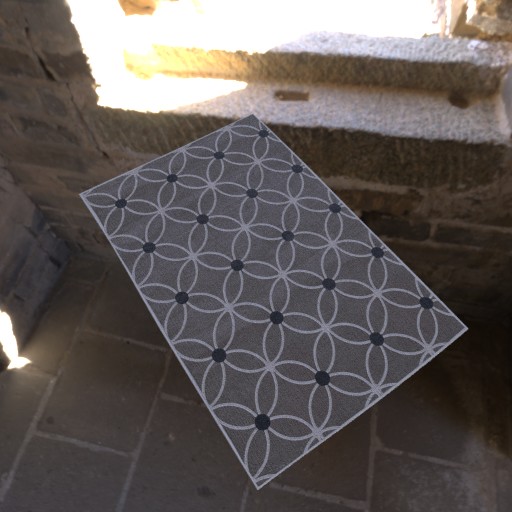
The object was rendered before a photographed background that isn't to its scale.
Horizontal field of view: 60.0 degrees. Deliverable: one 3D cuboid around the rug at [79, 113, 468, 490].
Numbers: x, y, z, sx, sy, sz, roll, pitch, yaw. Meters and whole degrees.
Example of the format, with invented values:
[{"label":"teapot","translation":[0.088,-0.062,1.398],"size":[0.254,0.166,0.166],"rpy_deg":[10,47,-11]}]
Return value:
[{"label":"rug","translation":[0.000,0.000,2.902],"size":[1.522,0.008,2.284],"rpy_deg":[-30,63,-17]}]
